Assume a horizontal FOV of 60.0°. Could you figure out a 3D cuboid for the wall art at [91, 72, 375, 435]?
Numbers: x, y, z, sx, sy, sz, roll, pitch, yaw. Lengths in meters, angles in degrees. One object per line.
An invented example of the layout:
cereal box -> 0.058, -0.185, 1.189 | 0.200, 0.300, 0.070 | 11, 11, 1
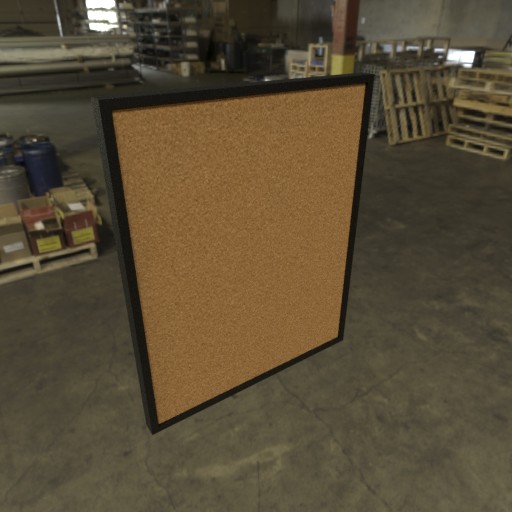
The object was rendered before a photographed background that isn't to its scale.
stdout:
wall art -> 0.000, 0.000, 0.764 | 0.457, 0.559, 0.029 | -18, 33, -30
